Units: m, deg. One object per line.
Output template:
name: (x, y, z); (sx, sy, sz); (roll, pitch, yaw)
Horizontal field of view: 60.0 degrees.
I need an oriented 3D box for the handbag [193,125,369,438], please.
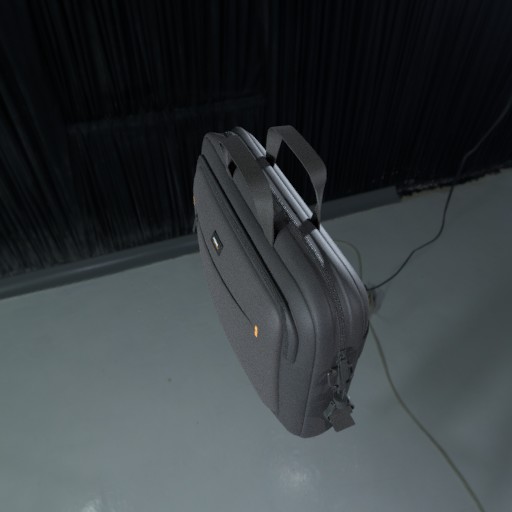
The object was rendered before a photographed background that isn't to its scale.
handbag: (0.000, 0.000, 0.576); (0.126, 0.330, 0.429); (-16, 49, -15)
